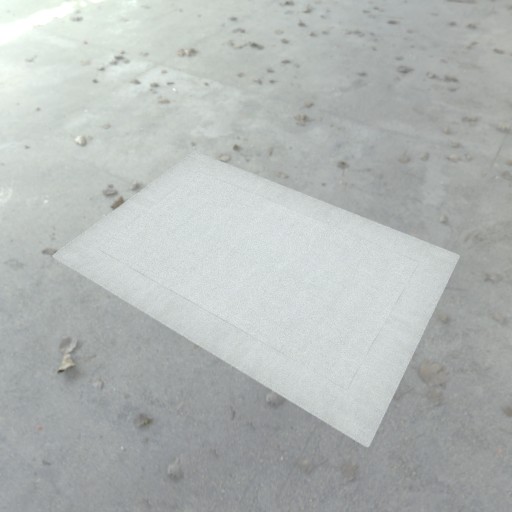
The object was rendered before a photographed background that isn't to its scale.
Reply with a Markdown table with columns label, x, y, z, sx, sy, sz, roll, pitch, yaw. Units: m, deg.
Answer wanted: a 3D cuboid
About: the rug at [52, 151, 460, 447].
| label | x | y | z | sx | sy | sz | roll | pitch | yaw |
| --- | --- | --- | --- | --- | --- | --- | --- | --- | --- |
| rug | 0.000 | 0.000 | 2.384 | 1.829 | 0.013 | 1.219 | 25 | 51 | 23 |
